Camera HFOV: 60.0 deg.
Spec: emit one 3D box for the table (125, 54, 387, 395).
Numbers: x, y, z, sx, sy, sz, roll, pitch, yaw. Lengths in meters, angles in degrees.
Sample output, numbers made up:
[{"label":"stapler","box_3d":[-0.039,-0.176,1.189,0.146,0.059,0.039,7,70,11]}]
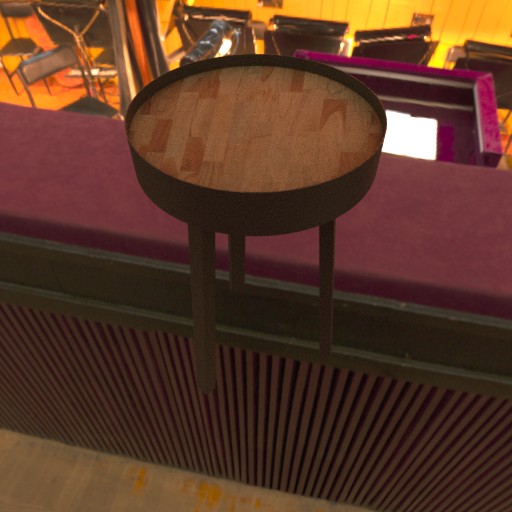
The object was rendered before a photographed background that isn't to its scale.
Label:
[{"label":"table","box_3d":[0.000,0.000,0.952,0.406,0.686,0.406,10,48,9]}]
